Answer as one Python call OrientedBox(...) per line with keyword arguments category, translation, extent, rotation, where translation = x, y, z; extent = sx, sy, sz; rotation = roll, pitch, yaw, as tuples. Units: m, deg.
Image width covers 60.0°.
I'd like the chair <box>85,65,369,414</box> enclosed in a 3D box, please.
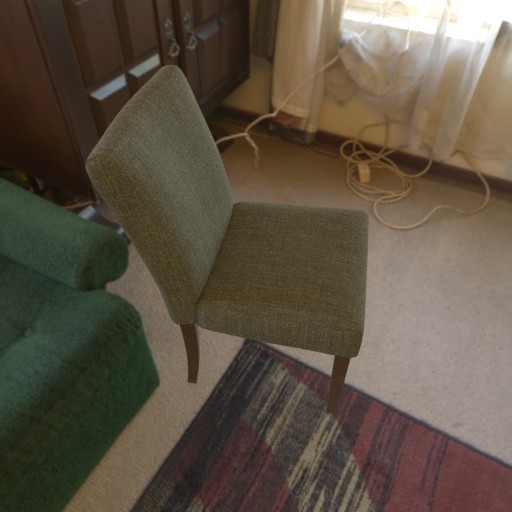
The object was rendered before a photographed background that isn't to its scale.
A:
OrientedBox(category="chair", translation=(0.000, 0.000, 1.275), extent=(0.629, 0.884, 0.487), rotation=(8, 47, 8))
